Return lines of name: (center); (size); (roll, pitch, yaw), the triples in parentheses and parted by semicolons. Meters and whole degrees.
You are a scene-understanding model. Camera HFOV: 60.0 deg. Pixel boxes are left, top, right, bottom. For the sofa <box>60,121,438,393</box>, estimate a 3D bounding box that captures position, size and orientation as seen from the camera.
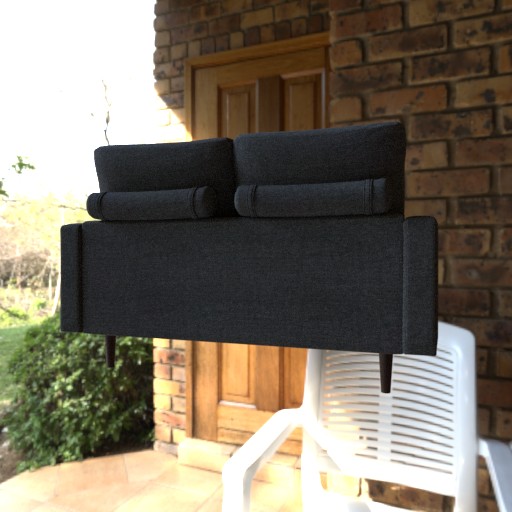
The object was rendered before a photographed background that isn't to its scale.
sofa: (0.000, 0.000, 1.922); (1.407, 0.907, 0.842); (0, 1, 17)
